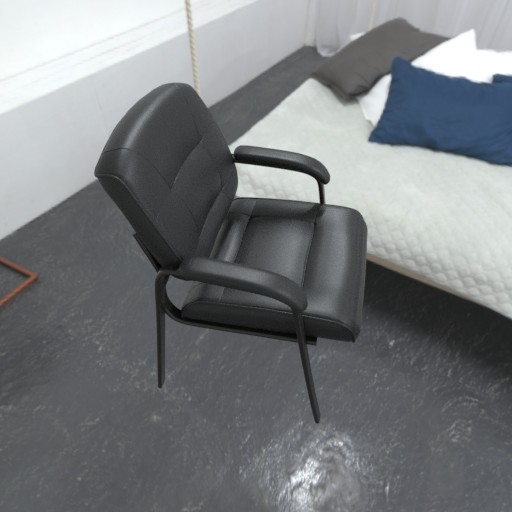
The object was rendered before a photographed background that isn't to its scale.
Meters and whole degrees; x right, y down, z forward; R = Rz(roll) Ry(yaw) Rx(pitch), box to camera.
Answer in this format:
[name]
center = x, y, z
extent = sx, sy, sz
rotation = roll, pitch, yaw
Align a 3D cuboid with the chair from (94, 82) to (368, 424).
[chair]
center = 0.000, 0.000, 1.360
extent = 0.668, 0.910, 0.591
rotation = 9, 46, 9
